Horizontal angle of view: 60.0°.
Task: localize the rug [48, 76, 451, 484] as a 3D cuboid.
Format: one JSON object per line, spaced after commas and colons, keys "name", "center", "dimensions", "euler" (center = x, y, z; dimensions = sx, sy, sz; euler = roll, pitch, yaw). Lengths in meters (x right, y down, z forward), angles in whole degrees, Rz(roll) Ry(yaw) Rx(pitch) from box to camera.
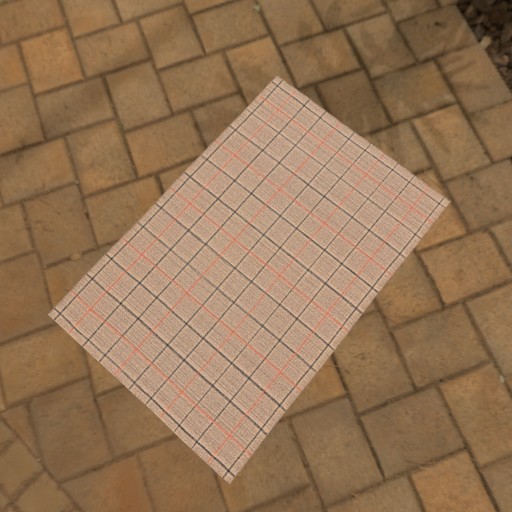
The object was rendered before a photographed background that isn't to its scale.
{"name": "rug", "center": [0.000, 0.000, 2.323], "dimensions": [1.220, 0.013, 1.829], "euler": [39, 79, 9]}
